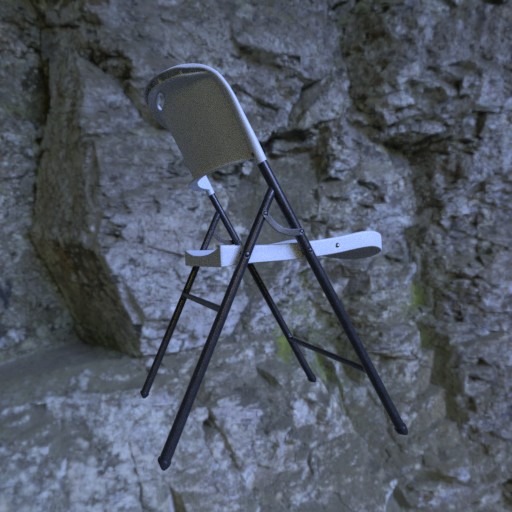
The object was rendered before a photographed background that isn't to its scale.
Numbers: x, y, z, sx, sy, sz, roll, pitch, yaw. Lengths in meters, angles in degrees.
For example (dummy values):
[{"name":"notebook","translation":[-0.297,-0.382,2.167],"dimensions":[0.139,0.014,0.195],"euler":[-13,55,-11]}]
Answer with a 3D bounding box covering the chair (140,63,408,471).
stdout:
[{"name":"chair","translation":[0.000,0.000,1.145],"dimensions":[0.566,0.810,0.494],"euler":[0,-1,-19]}]
